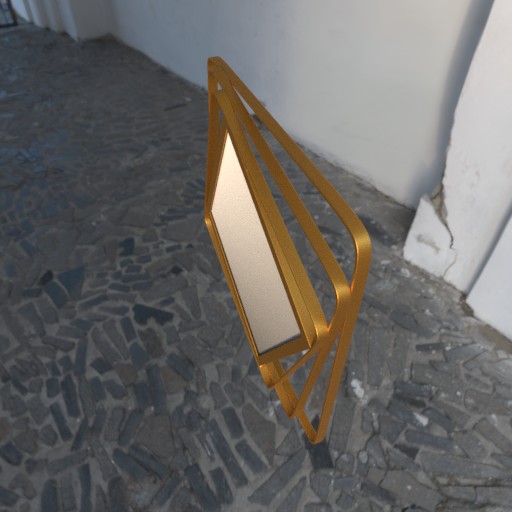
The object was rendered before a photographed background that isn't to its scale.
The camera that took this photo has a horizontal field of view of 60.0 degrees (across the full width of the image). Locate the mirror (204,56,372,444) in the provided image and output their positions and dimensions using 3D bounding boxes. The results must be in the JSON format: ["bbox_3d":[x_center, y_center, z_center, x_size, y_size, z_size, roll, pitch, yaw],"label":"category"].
[{"bbox_3d":[0.000,0.000,0.698,0.045,0.468,0.470,-16,47,-15],"label":"mirror"}]
